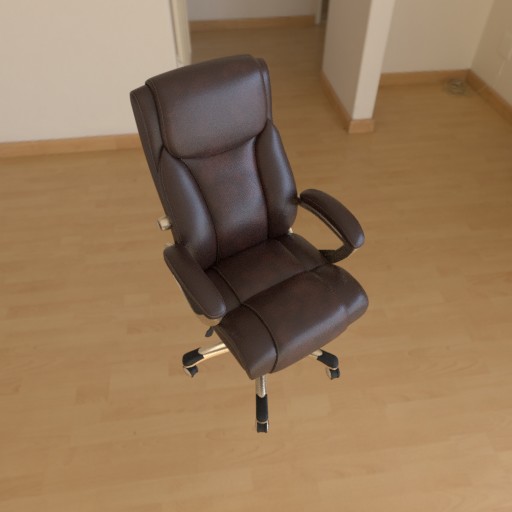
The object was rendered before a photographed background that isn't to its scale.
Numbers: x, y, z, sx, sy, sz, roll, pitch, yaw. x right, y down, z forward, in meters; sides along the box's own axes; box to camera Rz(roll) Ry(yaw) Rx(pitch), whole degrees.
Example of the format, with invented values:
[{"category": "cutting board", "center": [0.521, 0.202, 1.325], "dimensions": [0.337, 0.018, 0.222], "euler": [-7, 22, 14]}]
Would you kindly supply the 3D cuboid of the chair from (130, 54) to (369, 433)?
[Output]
[{"category": "chair", "center": [0.000, 0.000, 1.641], "dimensions": [0.692, 1.194, 0.749], "euler": [-25, 50, -22]}]
